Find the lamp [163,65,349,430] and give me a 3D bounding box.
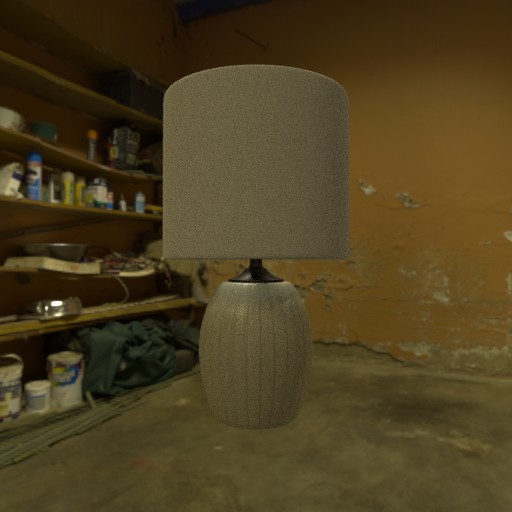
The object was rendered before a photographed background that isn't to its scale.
[{"bbox_3d":[0.000,0.000,0.799,0.329,0.570,0.329,0,-1,-17],"label":"lamp"}]
